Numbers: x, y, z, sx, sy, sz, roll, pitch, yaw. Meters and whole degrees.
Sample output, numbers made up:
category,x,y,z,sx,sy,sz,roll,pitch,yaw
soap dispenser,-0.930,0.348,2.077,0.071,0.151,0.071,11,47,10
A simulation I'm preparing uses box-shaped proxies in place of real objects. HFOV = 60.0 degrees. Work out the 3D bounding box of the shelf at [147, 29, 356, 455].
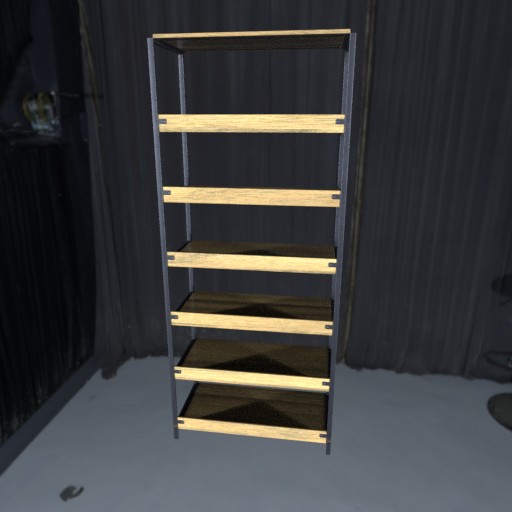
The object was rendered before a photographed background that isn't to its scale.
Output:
category,x,y,z,sx,sy,sz,roll,pitch,yaw
shelf,0.000,0.000,2.277,0.847,2.015,0.431,2,18,8
